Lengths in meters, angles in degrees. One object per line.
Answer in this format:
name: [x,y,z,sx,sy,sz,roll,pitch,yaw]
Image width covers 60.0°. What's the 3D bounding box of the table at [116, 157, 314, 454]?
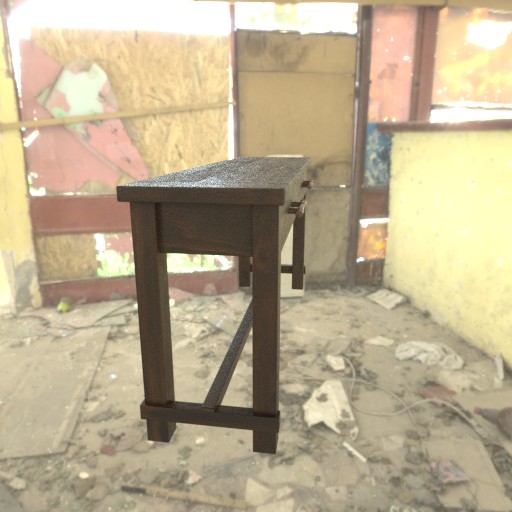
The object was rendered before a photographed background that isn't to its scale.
table: [0.000,0.000,1.906,0.442,0.762,1.599,2,15,9]
